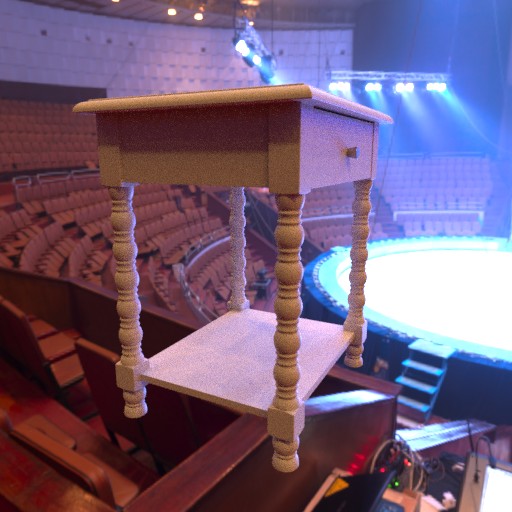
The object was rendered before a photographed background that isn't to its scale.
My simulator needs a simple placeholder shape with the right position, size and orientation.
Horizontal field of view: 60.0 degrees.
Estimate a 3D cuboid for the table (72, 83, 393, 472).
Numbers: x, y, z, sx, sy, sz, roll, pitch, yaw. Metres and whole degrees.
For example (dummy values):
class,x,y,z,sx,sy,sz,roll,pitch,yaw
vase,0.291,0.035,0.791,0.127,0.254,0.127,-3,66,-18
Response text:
class,x,y,z,sx,sy,sz,roll,pitch,yaw
table,0.000,0.000,0.830,0.381,0.531,0.460,7,14,27
